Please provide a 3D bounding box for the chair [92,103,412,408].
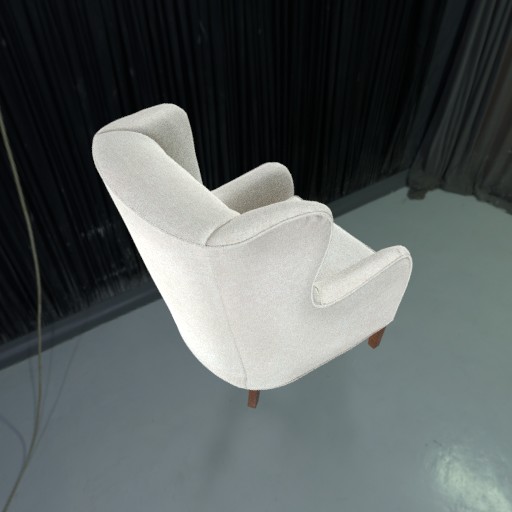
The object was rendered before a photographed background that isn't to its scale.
[{"bbox_3d":[0.000,0.000,1.749,0.966,1.040,0.838,-26,48,-26],"label":"chair"}]
